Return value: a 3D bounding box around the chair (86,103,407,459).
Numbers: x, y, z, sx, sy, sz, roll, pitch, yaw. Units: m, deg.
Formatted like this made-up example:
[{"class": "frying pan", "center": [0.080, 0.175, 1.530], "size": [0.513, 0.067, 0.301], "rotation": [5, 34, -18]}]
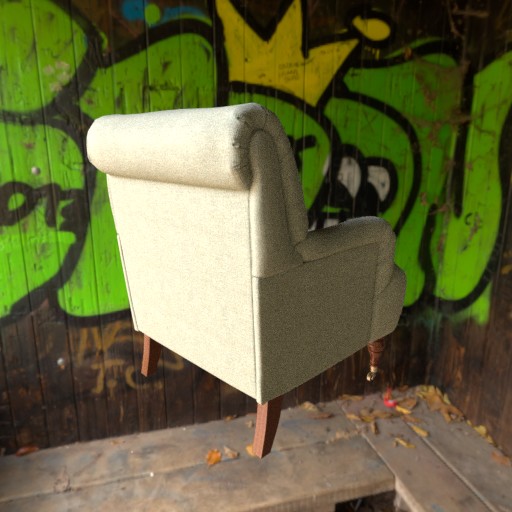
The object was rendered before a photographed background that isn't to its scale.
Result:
[{"class": "chair", "center": [0.000, 0.000, 1.930], "size": [1.060, 1.178, 0.964], "rotation": [-14, 20, -42]}]
